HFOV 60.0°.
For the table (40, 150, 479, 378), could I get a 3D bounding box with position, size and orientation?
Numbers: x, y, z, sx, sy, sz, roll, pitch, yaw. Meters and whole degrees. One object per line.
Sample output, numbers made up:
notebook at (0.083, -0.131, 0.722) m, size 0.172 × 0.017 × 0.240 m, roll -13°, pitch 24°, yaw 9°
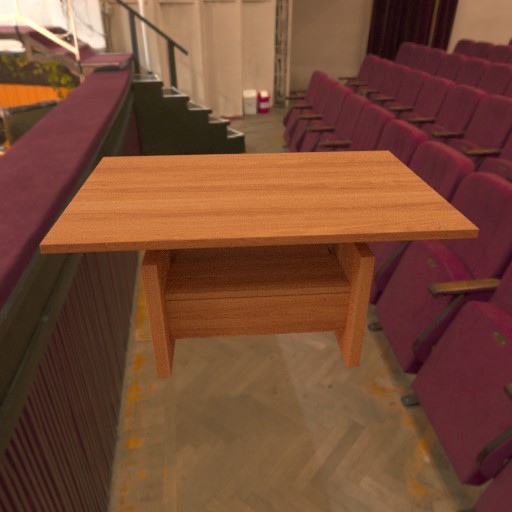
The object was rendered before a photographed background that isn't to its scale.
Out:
table at (0.000, 0.000, 1.532) m, size 1.100 × 0.510 × 0.700 m, roll -2°, pitch 30°, yaw -4°
